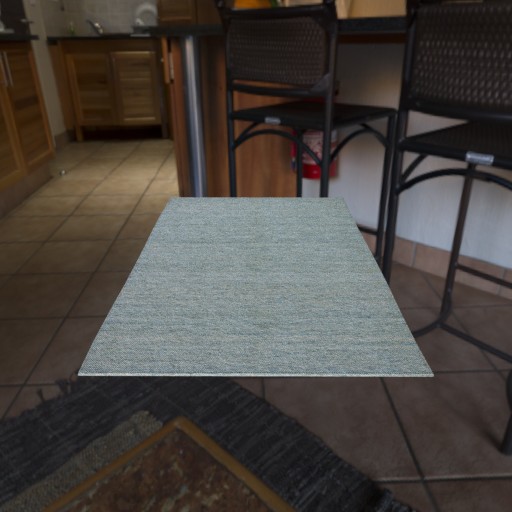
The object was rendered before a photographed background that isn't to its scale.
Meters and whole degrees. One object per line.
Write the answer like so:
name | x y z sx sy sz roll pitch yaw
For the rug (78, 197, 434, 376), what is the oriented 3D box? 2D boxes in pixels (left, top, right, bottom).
rug | 0.000 0.000 2.931 1.547 0.013 2.283 0 27 0
